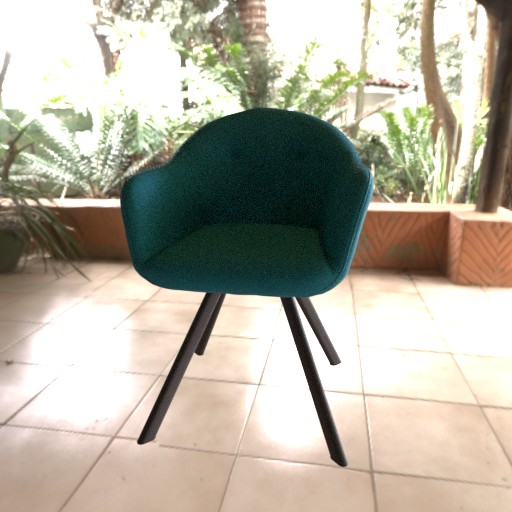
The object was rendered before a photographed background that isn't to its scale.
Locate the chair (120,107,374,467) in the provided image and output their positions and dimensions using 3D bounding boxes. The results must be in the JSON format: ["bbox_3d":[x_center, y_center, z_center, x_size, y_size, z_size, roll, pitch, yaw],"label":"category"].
[{"bbox_3d":[0.000,0.000,1.162,0.545,0.775,0.565,2,15,9],"label":"chair"}]
